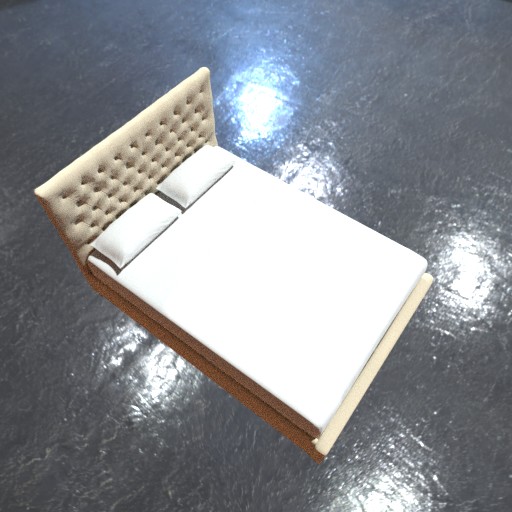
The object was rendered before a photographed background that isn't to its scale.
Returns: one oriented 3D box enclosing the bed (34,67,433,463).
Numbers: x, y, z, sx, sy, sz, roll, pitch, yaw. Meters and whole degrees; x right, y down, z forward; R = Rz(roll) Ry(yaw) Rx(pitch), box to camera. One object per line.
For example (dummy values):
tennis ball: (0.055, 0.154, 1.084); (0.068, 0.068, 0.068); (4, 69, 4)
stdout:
bed: (0.000, 0.000, 3.407); (2.387, 1.427, 1.698); (32, 62, 19)
